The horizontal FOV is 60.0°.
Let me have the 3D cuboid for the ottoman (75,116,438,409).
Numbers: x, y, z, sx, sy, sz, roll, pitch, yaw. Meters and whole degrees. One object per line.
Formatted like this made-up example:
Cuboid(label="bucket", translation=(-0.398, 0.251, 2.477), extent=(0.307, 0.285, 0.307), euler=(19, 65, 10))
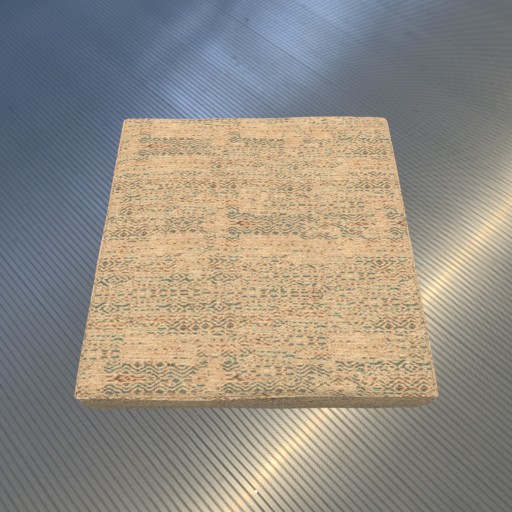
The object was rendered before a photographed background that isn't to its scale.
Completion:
Cuboid(label="ottoman", translation=(0.000, 0.000, 1.513), extent=(0.968, 0.356, 1.004), euler=(0, 62, 0))
